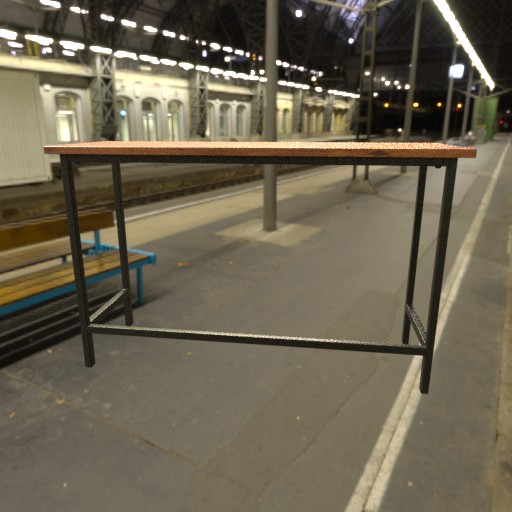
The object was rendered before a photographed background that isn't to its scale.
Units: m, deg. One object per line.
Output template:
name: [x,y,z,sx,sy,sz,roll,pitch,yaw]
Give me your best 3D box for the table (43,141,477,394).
table: [0.000,0.000,1.515,1.204,0.740,0.408,2,17,8]
